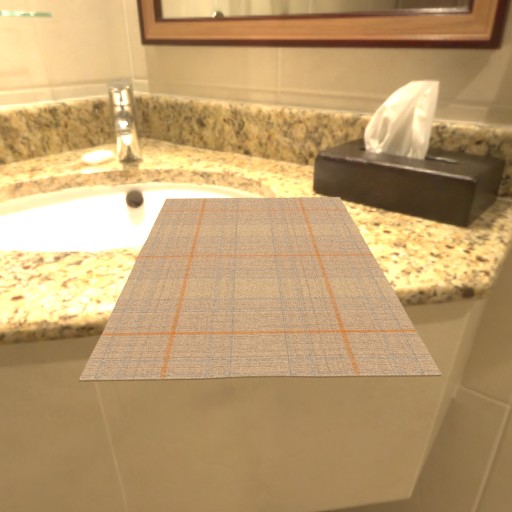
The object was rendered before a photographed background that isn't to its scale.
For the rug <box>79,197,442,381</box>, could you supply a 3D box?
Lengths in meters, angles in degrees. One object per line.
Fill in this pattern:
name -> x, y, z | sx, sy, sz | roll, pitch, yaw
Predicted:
rug -> 0.000, 0.000, 2.308 | 1.232, 0.015, 1.825 | -1, 27, -1
